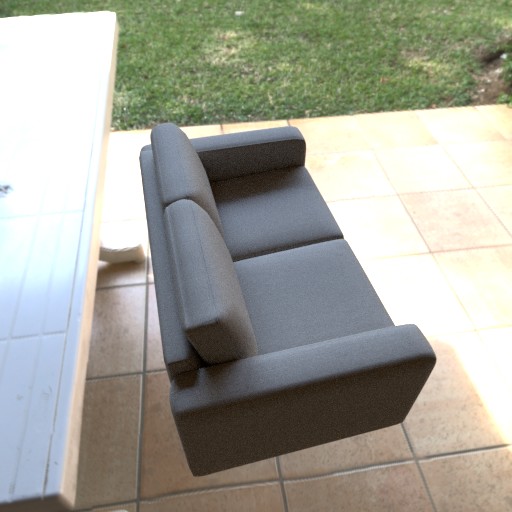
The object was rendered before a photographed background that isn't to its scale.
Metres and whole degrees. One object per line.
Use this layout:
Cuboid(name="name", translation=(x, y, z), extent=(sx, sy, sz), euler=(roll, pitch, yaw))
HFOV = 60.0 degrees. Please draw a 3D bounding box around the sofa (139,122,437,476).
Cuboid(name="sofa", translation=(0.000, 0.000, 2.016), extent=(0.900, 0.800, 1.540), euler=(-10, 47, -10))
